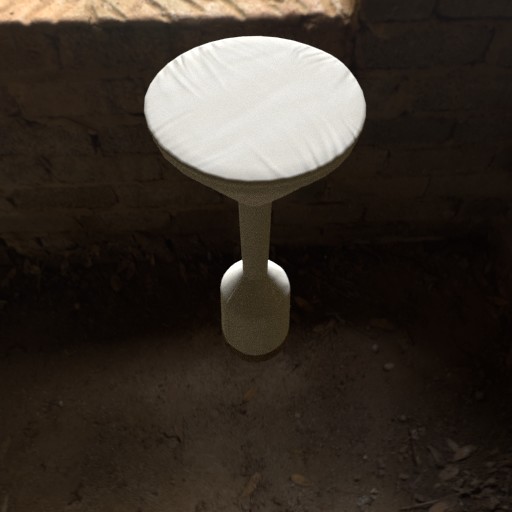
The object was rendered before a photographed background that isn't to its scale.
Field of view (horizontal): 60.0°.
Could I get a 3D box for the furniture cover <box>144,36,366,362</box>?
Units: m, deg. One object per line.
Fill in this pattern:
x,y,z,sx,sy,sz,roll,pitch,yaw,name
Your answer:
0.000,0.000,2.839,0.914,2.413,0.914,-33,63,-19,furniture cover
